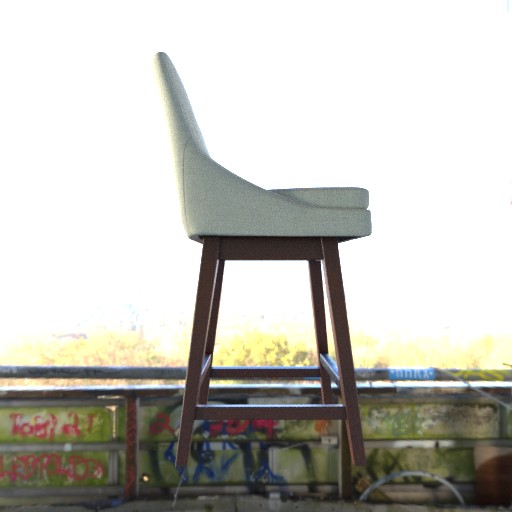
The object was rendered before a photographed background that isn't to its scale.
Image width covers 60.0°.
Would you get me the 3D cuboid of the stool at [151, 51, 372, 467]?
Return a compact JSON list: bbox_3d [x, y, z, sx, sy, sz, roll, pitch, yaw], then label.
[{"bbox_3d":[0.000,0.000,1.274,0.559,0.991,0.469,0,-1,0],"label":"stool"}]
